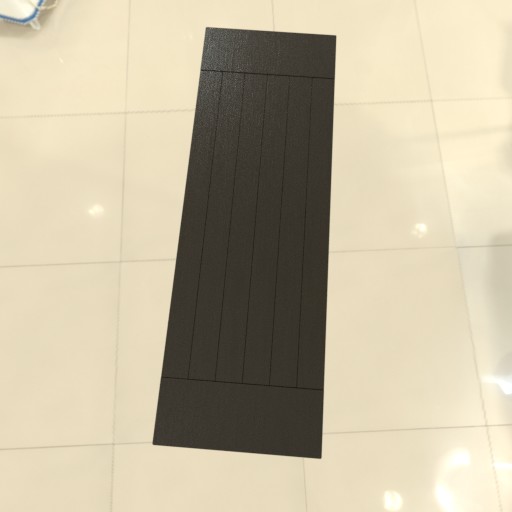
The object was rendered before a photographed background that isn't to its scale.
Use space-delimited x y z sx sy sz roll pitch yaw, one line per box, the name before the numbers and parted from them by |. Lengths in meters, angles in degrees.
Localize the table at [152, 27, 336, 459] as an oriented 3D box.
table | 0.000 0.000 1.438 0.373 0.768 1.062 4 75 1
